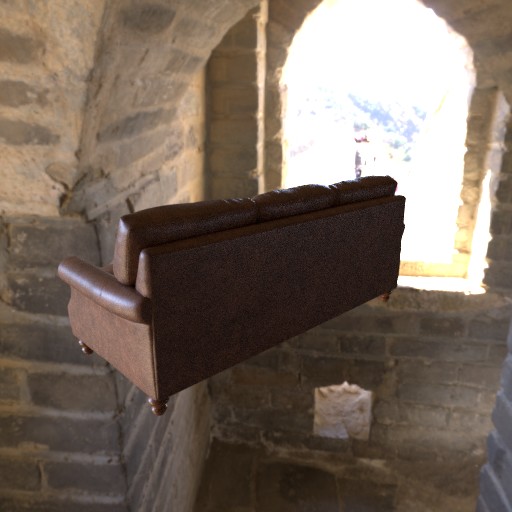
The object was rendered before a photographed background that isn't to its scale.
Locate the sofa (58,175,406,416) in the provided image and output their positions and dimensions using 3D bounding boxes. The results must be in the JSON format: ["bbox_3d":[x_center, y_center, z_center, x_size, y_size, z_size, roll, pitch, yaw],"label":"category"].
[{"bbox_3d":[0.000,0.000,2.965,2.351,0.977,0.973,-15,23,-41],"label":"sofa"}]
